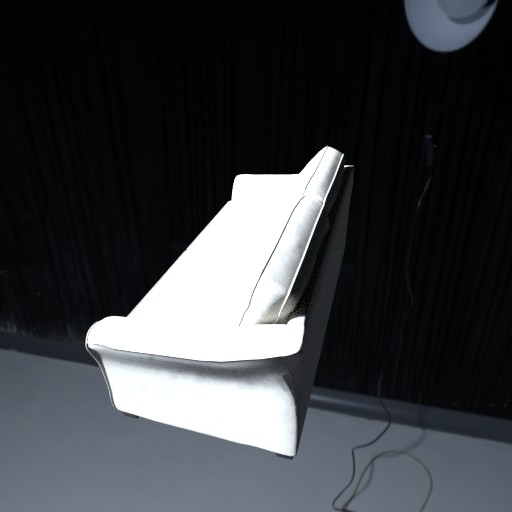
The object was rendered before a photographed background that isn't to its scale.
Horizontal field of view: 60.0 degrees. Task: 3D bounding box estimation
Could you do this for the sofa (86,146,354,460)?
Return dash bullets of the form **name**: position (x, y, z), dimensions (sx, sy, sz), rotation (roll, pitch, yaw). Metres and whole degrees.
- **sofa**: position (0.000, 0.000, 2.793), dimensions (0.980, 0.965, 2.270), rotation (8, 30, 14)
